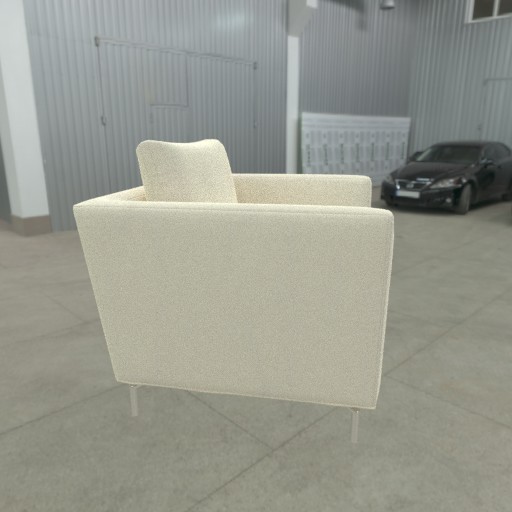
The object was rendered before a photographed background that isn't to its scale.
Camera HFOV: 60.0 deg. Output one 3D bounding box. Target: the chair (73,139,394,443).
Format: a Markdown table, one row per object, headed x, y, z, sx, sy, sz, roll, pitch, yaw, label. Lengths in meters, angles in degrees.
| x | y | z | sx | sy | sz | roll | pitch | yaw | label |
| --- | --- | --- | --- | --- | --- | --- | --- | --- | --- |
| 0.000 | 0.000 | 1.697 | 0.889 | 0.865 | 1.041 | 3 | 16 | 10 | chair |
